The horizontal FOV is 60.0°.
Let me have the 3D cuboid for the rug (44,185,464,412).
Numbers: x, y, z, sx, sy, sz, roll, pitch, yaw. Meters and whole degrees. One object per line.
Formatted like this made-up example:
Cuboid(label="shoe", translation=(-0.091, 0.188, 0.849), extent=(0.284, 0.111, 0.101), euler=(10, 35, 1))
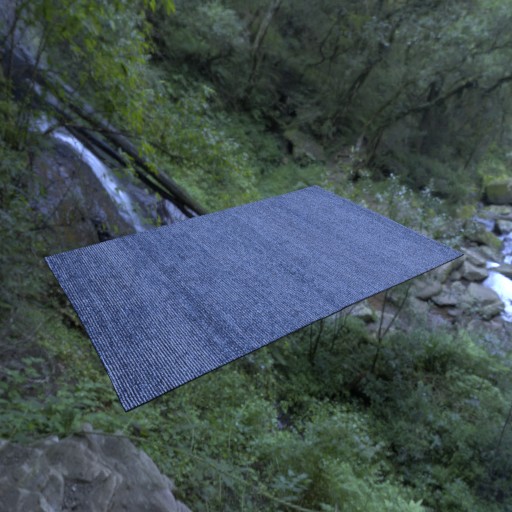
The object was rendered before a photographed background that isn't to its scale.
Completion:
Cuboid(label="rug", translation=(0.000, 0.000, 2.239), extent=(1.793, 0.025, 1.159), euler=(-19, 35, -29))
